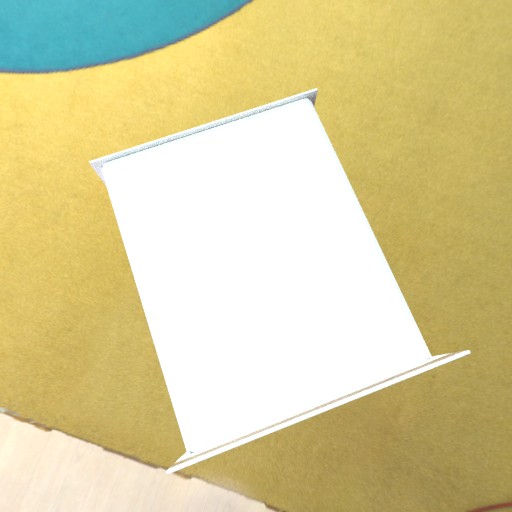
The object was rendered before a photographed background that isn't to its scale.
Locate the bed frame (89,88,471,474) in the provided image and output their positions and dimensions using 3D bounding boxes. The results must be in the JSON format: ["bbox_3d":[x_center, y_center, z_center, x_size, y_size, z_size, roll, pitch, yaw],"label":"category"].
[{"bbox_3d":[0.000,0.000,2.973,1.720,0.800,2.060,-20,75,-6],"label":"bed frame"}]
